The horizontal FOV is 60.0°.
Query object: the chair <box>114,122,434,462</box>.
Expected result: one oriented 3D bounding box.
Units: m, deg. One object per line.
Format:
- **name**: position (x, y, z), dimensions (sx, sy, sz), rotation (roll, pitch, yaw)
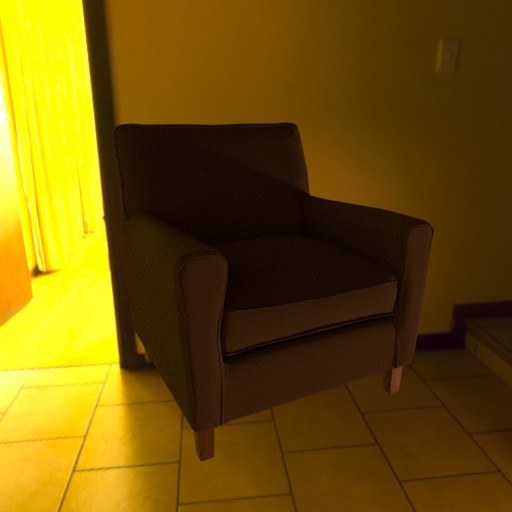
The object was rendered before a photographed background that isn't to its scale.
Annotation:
- **chair**: position (0.000, 0.000, 1.596), dimensions (0.836, 0.911, 0.831), rotation (-9, 19, -26)
